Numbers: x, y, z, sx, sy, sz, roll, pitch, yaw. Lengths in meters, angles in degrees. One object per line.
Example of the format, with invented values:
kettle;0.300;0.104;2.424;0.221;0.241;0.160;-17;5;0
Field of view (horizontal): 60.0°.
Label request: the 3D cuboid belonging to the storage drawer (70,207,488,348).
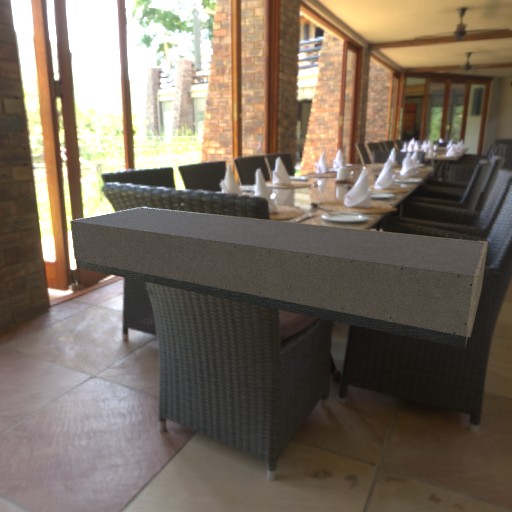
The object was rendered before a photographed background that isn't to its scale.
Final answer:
storage drawer;0.000;0.000;2.280;2.072;0.274;0.591;8;17;28
